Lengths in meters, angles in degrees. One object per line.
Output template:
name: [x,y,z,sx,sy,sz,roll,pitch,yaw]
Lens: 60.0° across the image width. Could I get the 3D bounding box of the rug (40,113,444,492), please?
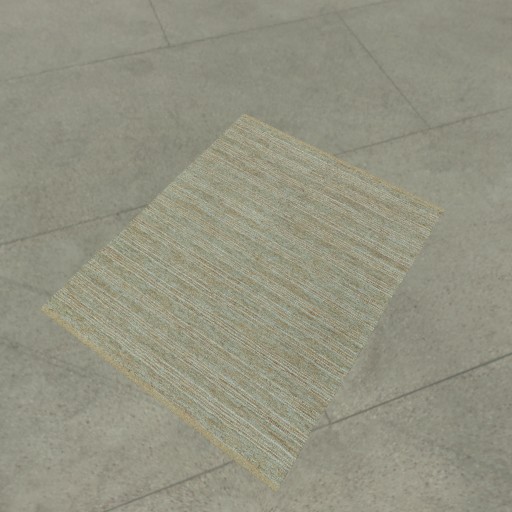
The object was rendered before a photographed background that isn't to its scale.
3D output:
rug: [0.000,0.000,4.123,2.471,0.012,3.034,31,63,18]
